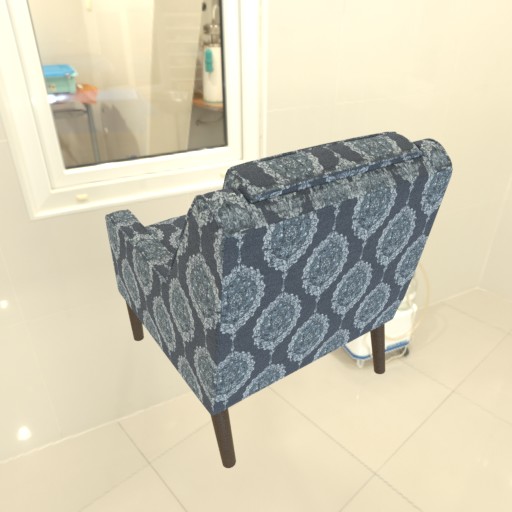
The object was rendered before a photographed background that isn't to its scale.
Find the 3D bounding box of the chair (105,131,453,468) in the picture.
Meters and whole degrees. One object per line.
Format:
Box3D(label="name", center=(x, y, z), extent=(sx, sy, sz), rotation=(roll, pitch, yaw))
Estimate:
Box3D(label="chair", center=(0.000, 0.000, 1.319), extent=(0.663, 0.792, 0.743), rotation=(-19, 35, -30))
